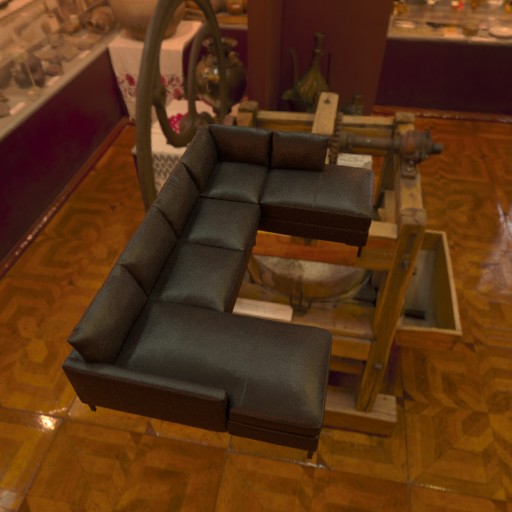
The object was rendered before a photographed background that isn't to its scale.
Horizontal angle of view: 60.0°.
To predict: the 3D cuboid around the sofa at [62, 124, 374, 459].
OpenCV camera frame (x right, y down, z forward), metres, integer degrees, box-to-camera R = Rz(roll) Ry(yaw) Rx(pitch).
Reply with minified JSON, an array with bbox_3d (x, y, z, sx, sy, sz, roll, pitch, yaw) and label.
[{"bbox_3d":[0.000,0.000,3.857,1.939,0.900,2.956,9,45,9],"label":"sofa"}]
